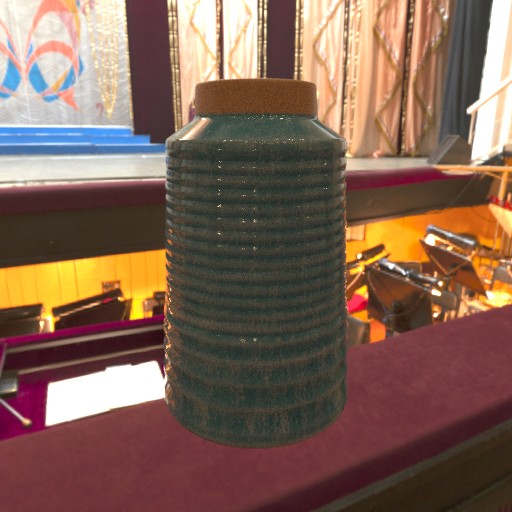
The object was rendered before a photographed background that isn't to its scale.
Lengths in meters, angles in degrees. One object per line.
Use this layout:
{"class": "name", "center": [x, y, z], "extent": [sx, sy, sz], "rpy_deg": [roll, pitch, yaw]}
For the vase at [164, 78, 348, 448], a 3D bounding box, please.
{"class": "vase", "center": [0.000, 0.000, 0.369], "extent": [0.163, 0.267, 0.163], "rpy_deg": [0, 16, 0]}
